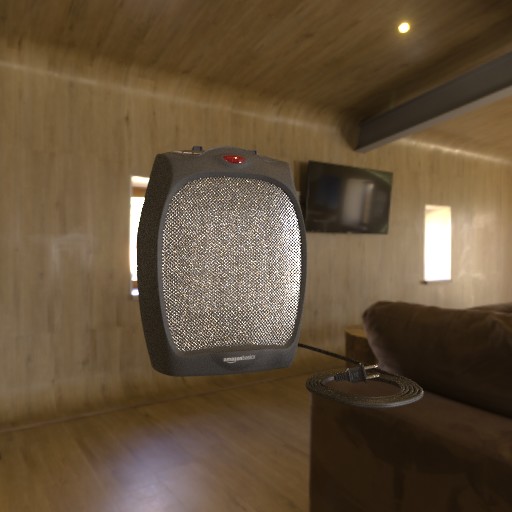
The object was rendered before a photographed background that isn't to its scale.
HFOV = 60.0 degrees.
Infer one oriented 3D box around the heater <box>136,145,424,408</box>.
[{"bbox_3d":[0.000,0.000,0.464,0.239,0.240,0.291,0,0,-18],"label":"heater"}]
